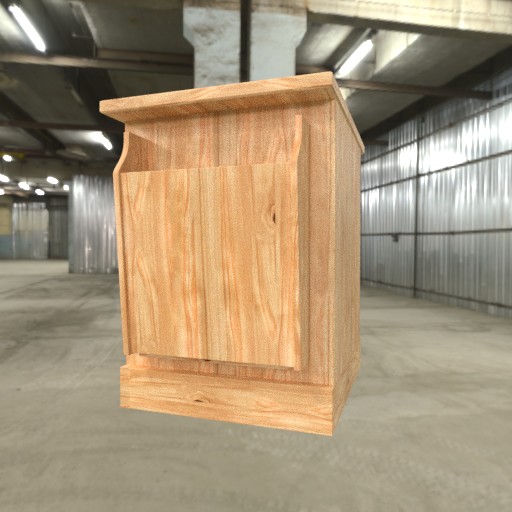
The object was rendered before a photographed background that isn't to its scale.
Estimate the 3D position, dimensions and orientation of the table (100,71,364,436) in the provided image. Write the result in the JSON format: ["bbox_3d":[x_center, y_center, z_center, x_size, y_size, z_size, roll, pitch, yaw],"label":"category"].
[{"bbox_3d":[0.000,0.000,0.890,0.380,0.515,0.530,0,1,19],"label":"table"}]
